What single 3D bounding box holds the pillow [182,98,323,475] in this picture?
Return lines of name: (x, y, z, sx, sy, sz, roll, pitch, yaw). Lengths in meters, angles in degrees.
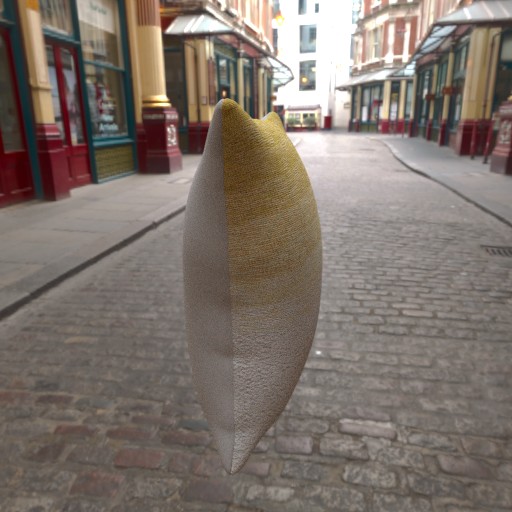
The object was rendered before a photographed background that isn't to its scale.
pillow: (0.000, 0.000, 0.705, 0.211, 0.450, 0.450, 2, 17, 8)
